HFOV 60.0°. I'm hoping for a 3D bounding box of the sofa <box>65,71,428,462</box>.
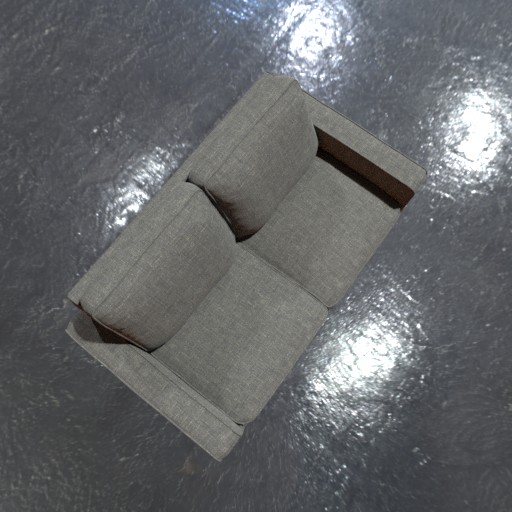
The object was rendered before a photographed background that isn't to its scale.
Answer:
[{"bbox_3d":[0.000,0.000,2.252,0.947,0.918,1.709,36,77,9],"label":"sofa"}]
